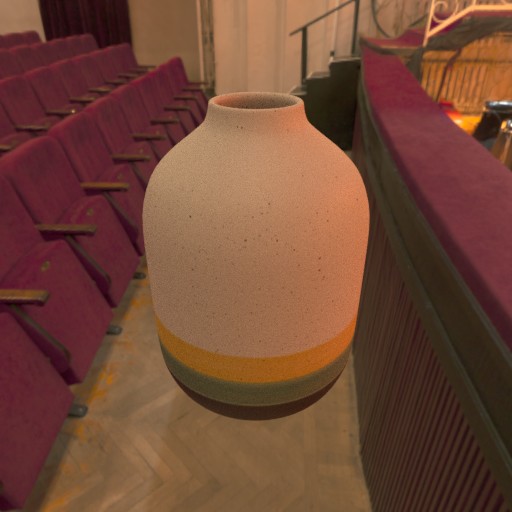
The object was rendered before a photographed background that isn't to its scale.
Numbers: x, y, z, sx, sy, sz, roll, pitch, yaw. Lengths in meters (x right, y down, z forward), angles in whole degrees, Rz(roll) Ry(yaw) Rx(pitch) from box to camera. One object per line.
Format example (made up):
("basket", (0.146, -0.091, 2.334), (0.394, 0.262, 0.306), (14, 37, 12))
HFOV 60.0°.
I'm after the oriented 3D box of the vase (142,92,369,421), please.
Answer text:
("vase", (0.000, 0.000, 0.355), (0.169, 0.240, 0.169), (0, 30, 0))
